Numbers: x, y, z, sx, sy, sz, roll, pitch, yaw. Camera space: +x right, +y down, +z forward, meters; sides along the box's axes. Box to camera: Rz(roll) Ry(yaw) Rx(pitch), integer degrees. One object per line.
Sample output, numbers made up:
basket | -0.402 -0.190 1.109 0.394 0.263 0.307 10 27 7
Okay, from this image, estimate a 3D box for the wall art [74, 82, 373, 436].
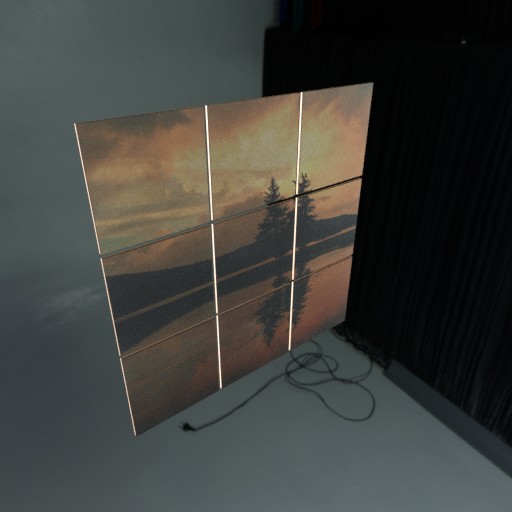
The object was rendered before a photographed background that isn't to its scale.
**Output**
wall art | 0.000 0.000 1.795 1.216 1.218 0.013 -21 35 -33
